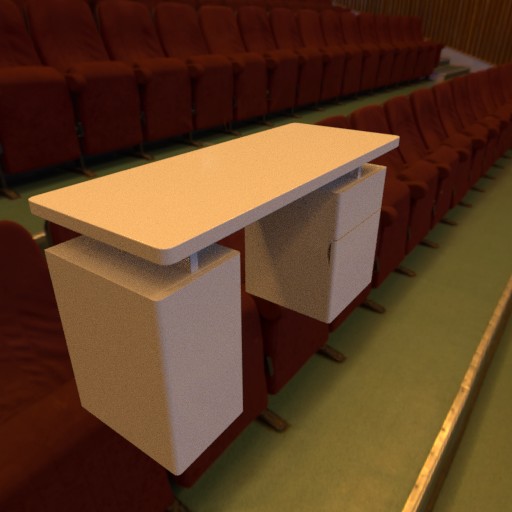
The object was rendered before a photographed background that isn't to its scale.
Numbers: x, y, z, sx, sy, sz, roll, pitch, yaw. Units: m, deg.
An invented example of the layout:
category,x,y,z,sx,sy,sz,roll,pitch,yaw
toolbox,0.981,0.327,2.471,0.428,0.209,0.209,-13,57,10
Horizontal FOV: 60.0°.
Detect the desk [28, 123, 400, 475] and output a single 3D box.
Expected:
category,x,y,z,sx,sy,sz,roll,pitch,yaw
desk,0.000,0.000,1.745,0.550,0.762,1.400,18,32,32
